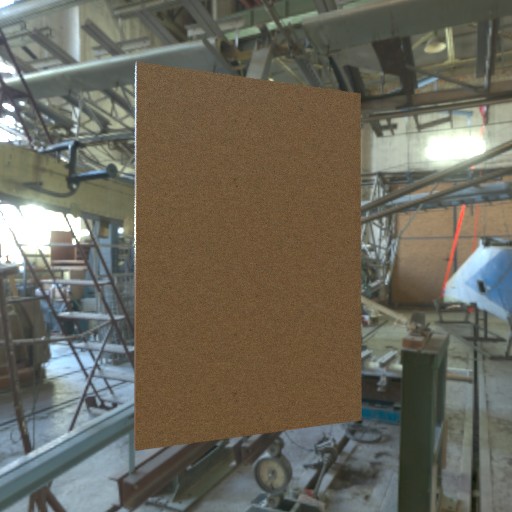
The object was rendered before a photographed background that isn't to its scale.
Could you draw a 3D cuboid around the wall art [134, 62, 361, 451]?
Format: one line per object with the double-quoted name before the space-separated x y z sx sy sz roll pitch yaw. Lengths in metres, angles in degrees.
"wall art" 0.000 0.000 1.157 0.610 0.914 0.037 0 -1 -19
